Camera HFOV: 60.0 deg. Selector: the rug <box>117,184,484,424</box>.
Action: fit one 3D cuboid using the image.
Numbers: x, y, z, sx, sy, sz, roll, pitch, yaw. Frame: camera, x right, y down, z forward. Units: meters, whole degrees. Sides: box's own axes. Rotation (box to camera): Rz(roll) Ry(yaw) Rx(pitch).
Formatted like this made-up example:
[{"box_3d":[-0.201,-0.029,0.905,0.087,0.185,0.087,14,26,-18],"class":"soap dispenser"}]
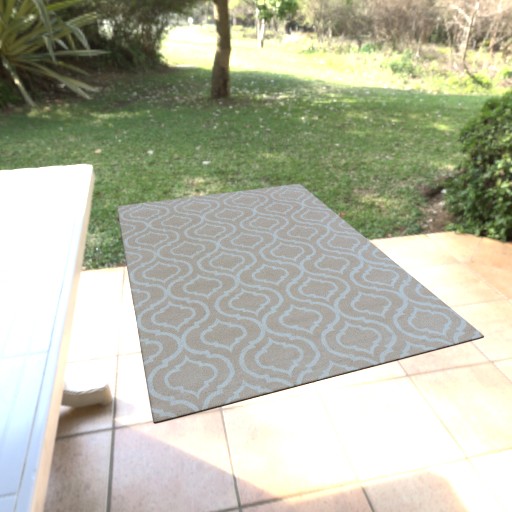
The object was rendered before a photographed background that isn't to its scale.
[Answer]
[{"box_3d":[0.000,0.000,2.723,1.524,0.010,2.134,-10,31,-16],"class":"rug"}]
